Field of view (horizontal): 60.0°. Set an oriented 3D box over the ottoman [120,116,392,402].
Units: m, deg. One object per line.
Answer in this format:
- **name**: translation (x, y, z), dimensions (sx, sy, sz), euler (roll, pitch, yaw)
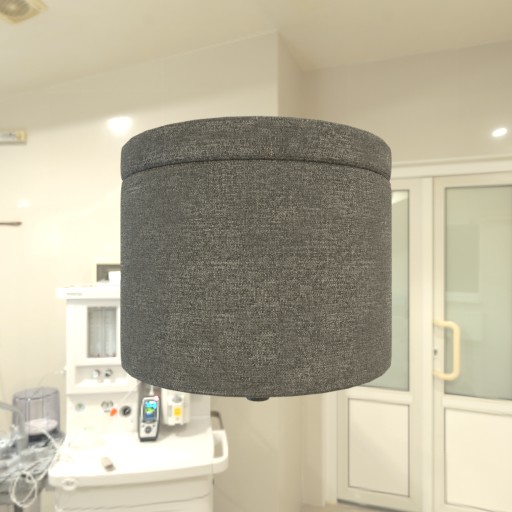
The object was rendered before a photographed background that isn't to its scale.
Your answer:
- **ottoman**: translation (0.000, 0.000, 0.852), dimensions (0.500, 0.419, 0.500), euler (0, 0, 0)
